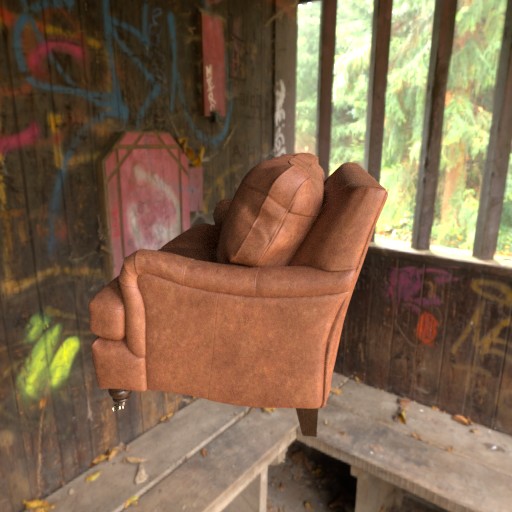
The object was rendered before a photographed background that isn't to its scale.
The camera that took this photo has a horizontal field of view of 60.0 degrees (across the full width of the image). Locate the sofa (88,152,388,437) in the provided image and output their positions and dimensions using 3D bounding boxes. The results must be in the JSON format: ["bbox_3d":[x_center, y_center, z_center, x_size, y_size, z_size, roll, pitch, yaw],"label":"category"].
[{"bbox_3d":[0.000,0.000,2.245,1.077,1.004,1.527,2,15,9],"label":"sofa"}]
